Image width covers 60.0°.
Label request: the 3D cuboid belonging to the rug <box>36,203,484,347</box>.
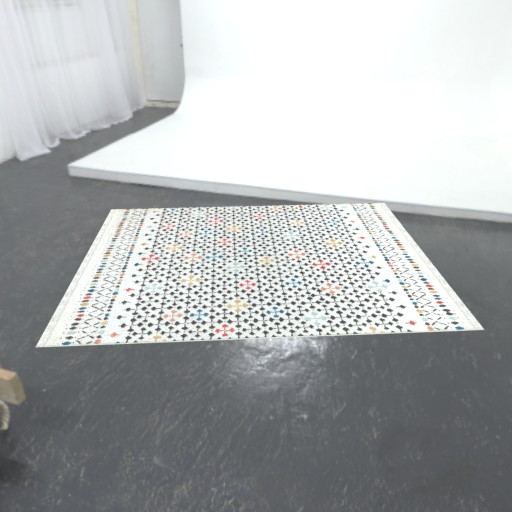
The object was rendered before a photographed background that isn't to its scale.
[{"bbox_3d":[0.000,0.000,4.169,3.196,0.007,2.354,-2,30,-3],"label":"rug"}]
